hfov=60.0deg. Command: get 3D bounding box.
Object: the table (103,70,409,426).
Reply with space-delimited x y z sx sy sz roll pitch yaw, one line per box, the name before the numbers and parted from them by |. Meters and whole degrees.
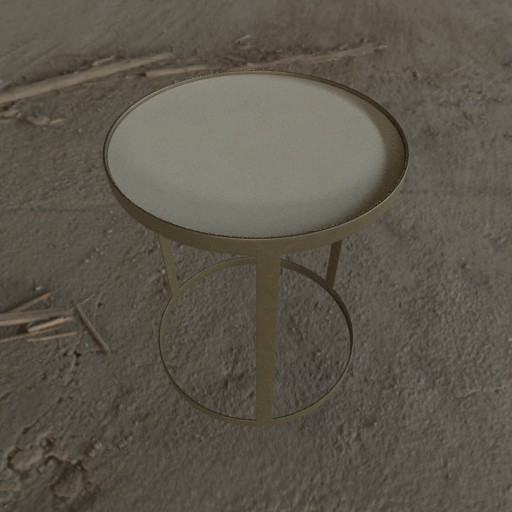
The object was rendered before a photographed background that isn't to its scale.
table | 0.000 0.000 0.916 0.480 0.565 0.480 0 47 0
